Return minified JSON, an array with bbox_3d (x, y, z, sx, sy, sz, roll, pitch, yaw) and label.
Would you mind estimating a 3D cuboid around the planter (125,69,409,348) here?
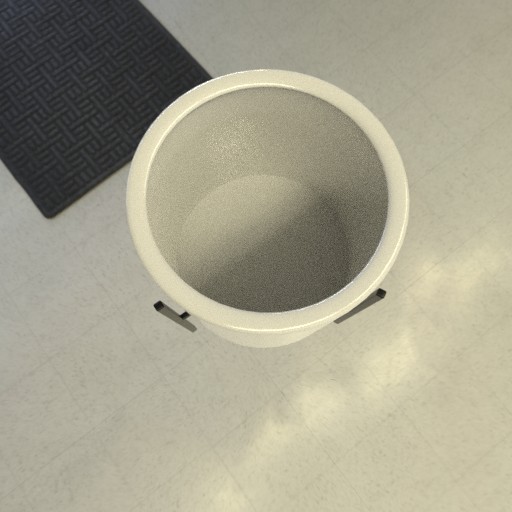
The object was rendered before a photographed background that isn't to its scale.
[{"bbox_3d":[0.000,0.000,0.508,0.239,0.356,0.239,-34,78,-8],"label":"planter"}]
